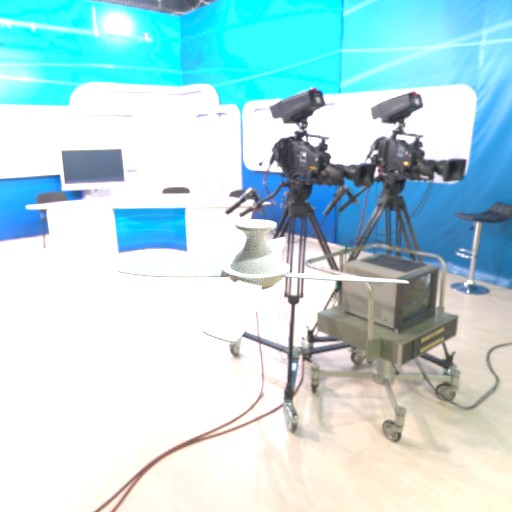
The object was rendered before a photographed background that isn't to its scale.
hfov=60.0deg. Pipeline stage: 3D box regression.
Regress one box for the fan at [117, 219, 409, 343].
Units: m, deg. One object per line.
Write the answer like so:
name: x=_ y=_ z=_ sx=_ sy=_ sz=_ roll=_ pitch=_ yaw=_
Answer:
fan: x=0.000 y=0.000 z=2.547 sx=1.693 sy=0.382 sz=1.694 roll=3 pitch=16 yaw=10
